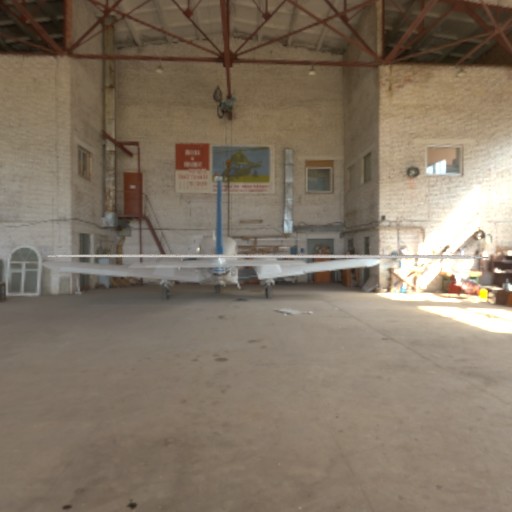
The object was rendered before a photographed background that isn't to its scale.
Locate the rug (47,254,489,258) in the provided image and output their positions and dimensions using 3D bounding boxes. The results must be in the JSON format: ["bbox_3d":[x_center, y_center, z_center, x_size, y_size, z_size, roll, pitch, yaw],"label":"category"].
[{"bbox_3d":[0.000,0.000,2.735,2.480,0.013,0.786,0,0,17],"label":"rug"}]
